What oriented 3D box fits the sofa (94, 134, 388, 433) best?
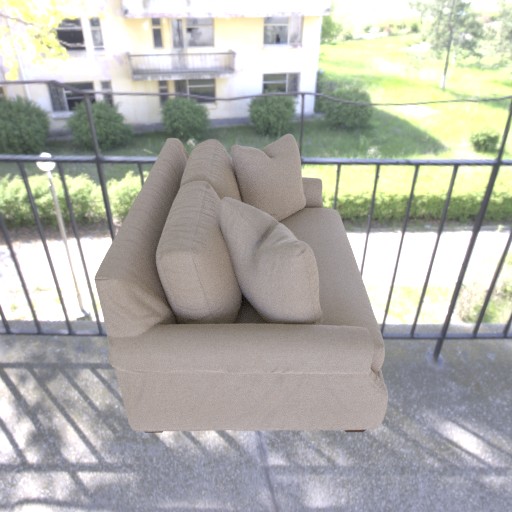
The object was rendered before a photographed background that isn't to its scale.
[{"bbox_3d":[0.000,0.000,2.203,1.070,0.905,1.550,0,33,0],"label":"sofa"}]
